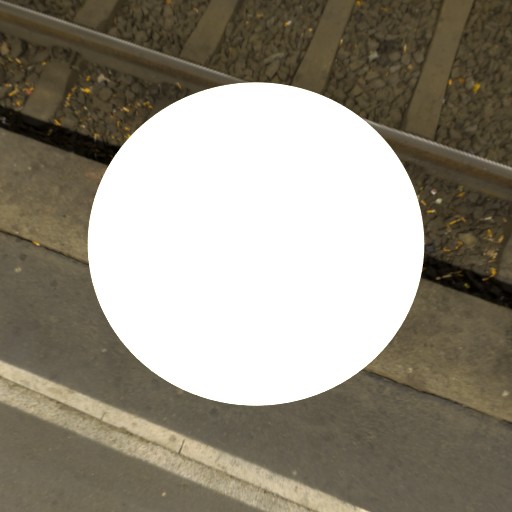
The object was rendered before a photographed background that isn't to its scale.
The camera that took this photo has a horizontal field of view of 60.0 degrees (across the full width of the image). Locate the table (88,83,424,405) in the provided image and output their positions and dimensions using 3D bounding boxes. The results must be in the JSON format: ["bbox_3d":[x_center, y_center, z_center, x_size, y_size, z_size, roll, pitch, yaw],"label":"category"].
[{"bbox_3d":[0.000,0.000,0.987,0.600,0.400,0.600,0,76,0],"label":"table"}]
